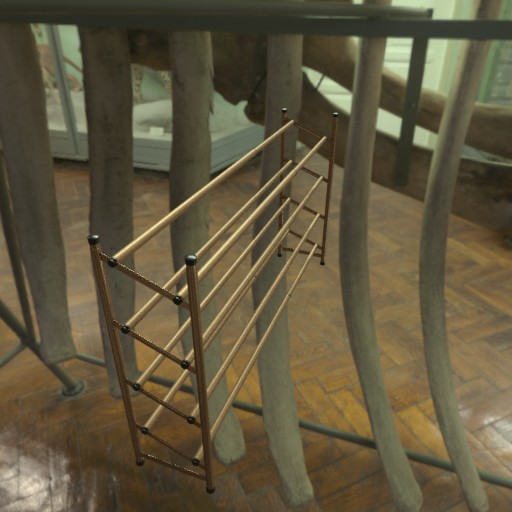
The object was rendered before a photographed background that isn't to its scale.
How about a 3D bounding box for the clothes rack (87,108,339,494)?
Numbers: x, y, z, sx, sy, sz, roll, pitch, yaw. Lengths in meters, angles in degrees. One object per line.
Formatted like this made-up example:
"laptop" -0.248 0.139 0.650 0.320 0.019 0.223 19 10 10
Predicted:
"clothes rack" 0.000 0.000 1.420 0.229 0.672 1.168 11 32 18
